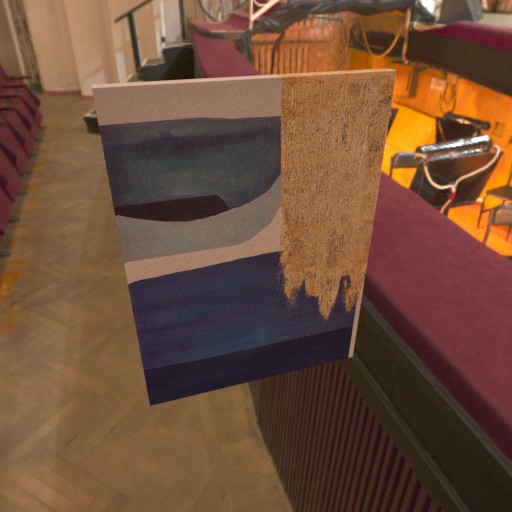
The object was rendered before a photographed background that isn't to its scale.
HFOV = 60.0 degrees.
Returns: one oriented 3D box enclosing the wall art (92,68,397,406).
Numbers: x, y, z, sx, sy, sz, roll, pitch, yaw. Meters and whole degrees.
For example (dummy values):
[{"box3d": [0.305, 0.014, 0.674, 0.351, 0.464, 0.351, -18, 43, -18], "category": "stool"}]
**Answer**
[{"box3d": [0.000, 0.000, 0.808, 0.458, 0.613, 0.026, -10, 33, -15], "category": "wall art"}]
